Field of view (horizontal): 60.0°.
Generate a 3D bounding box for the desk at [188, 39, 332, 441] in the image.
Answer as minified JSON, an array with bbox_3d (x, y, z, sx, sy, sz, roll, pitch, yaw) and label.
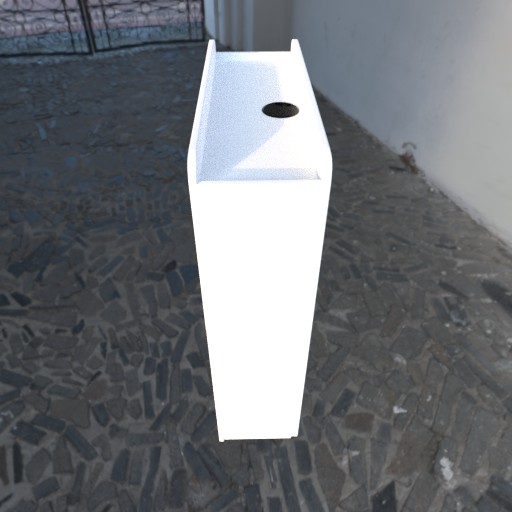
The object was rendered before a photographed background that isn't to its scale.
[{"bbox_3d":[0.000,0.000,1.523,0.278,1.190,0.795,-1,42,-1],"label":"desk"}]
